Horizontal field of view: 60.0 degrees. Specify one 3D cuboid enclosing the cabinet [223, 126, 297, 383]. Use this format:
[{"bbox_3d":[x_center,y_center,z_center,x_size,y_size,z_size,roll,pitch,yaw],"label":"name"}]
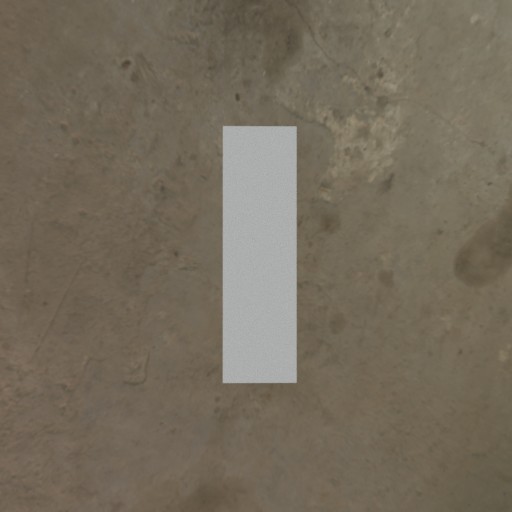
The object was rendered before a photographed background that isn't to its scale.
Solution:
[{"bbox_3d":[0.000,0.000,1.995,0.192,1.770,0.643,0,90,-1],"label":"cabinet"}]
